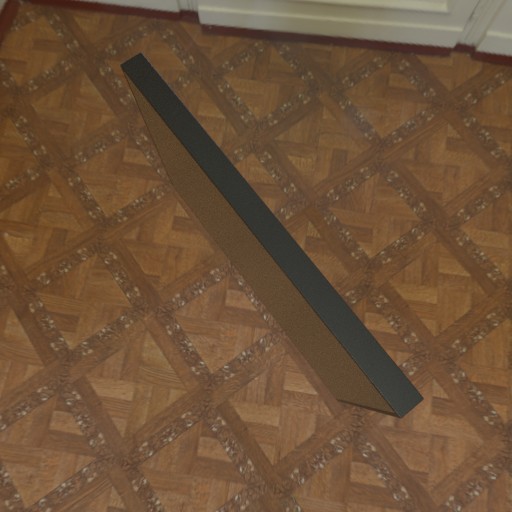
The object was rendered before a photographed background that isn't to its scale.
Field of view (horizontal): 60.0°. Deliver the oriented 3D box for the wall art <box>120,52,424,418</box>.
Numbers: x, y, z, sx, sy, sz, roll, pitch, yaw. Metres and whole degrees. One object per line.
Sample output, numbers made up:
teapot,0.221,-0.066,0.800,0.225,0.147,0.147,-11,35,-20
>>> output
wall art,0.000,0.000,1.208,0.058,0.640,0.939,-36,78,-9
